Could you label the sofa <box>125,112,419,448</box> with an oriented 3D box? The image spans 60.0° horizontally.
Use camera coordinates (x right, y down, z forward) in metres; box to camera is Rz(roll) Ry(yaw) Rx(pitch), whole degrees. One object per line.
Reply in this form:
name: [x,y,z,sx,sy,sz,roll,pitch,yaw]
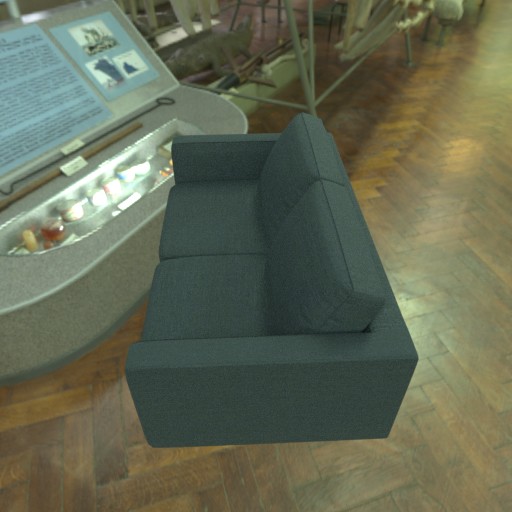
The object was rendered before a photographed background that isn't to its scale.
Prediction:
sofa: [0.000,0.000,2.219,0.999,0.907,1.659,-2,41,-2]
